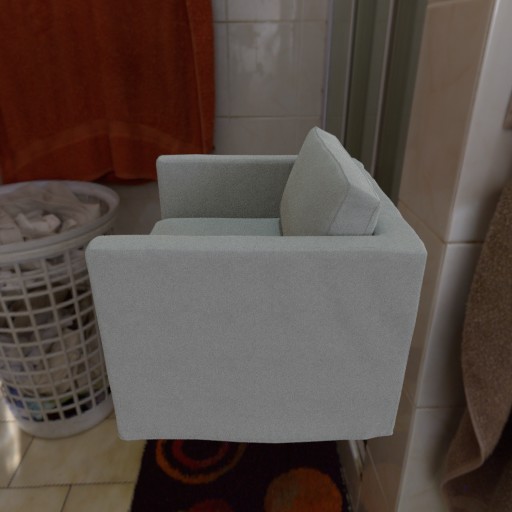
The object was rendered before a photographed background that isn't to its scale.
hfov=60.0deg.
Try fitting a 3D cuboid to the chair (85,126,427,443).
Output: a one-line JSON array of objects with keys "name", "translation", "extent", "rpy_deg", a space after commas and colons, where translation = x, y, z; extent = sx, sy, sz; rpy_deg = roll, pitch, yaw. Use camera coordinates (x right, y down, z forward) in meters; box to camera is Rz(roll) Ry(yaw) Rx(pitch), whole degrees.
[{"name": "chair", "translation": [0.000, 0.000, 1.745], "extent": [0.949, 0.863, 1.057], "rpy_deg": [0, 26, 0]}]
